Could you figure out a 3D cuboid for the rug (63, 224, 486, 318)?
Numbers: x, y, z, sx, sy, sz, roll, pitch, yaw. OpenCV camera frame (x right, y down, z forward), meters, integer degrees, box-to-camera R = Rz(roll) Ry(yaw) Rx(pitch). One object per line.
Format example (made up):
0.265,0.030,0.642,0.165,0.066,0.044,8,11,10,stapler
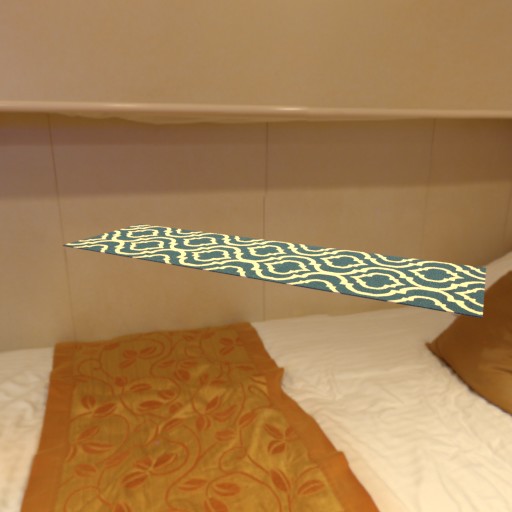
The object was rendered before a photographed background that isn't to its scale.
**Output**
0.000,0.000,2.484,2.296,0.006,0.685,8,18,26,rug
